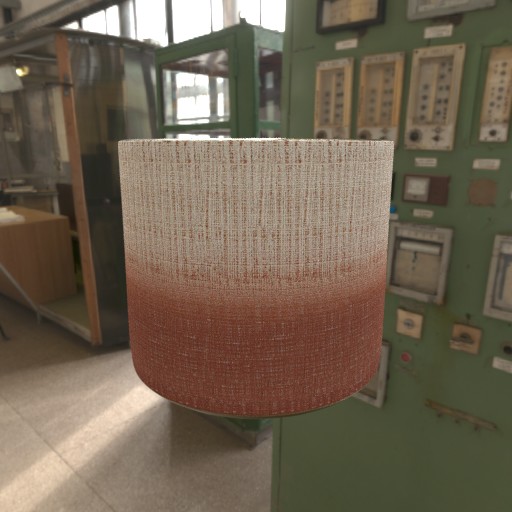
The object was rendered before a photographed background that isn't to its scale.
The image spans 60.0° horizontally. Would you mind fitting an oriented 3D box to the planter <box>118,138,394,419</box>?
[{"bbox_3d":[0.000,0.000,0.311,0.178,0.157,0.178,0,14,0],"label":"planter"}]
